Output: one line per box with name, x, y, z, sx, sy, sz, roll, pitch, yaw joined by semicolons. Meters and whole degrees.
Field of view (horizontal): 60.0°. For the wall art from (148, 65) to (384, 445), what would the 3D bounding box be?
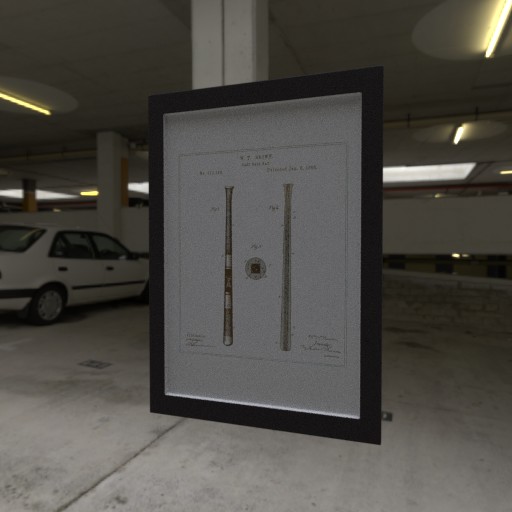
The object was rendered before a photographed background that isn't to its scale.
wall art;0.000;0.000;0.682;0.374;0.529;0.012;0;1;19
